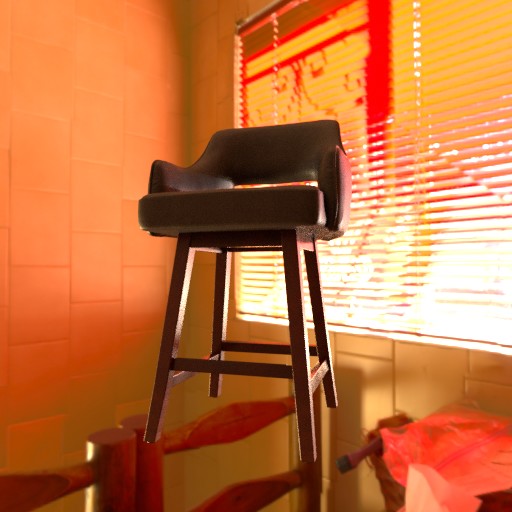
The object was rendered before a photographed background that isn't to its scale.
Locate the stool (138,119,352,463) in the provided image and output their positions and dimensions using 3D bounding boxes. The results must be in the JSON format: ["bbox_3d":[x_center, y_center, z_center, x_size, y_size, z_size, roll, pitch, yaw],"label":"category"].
[{"bbox_3d":[0.000,0.000,1.292,0.550,0.936,0.560,-1,-2,17],"label":"stool"}]
